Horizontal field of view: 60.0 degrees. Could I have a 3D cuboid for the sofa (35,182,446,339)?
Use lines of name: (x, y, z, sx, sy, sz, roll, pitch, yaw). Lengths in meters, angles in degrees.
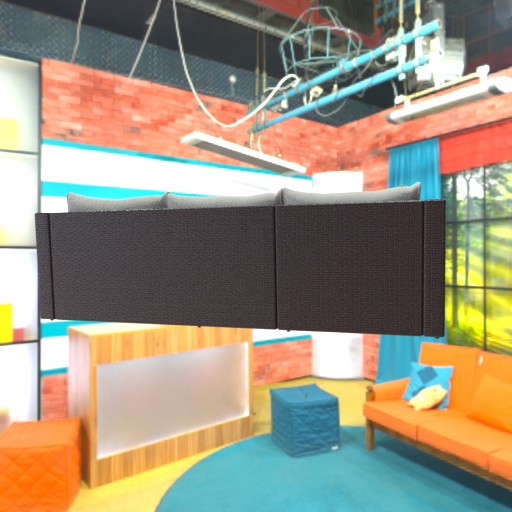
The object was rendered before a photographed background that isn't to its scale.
sofa: (0.000, 0.000, 3.012, 2.192, 0.766, 1.612, 0, 0, 16)
